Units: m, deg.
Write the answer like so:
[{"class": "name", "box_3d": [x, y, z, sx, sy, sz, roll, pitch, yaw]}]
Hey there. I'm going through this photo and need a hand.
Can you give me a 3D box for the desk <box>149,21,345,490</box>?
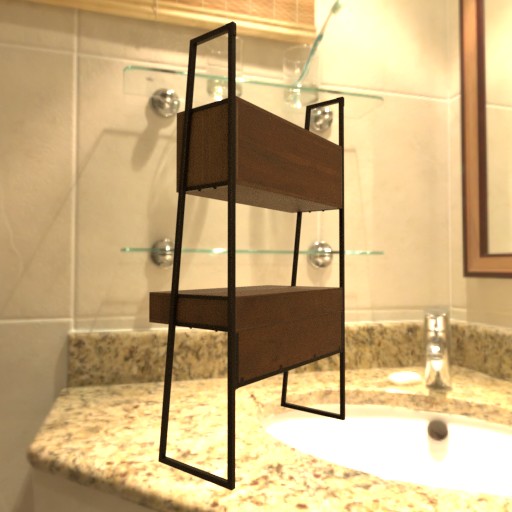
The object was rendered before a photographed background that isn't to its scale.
[{"class": "desk", "box_3d": [0.000, 0.000, 2.247, 0.515, 1.809, 0.982, -1, -2, 37]}]
